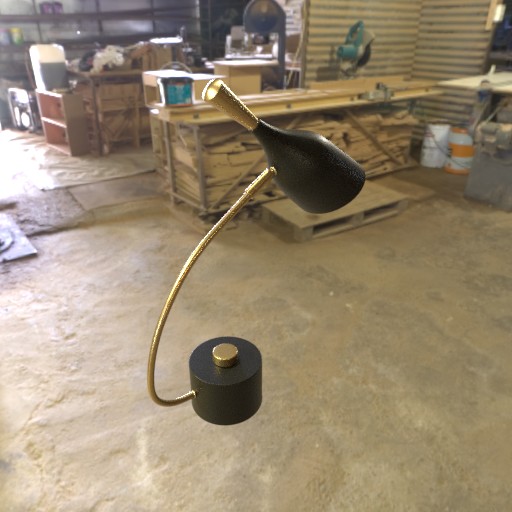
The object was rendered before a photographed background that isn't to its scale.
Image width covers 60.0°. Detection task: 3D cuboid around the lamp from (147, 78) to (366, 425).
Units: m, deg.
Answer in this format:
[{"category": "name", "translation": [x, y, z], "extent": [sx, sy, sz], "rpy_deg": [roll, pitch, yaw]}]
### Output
[{"category": "lamp", "translation": [0.000, 0.000, 0.612], "extent": [0.352, 0.464, 0.110], "rpy_deg": [-18, 33, -31]}]
